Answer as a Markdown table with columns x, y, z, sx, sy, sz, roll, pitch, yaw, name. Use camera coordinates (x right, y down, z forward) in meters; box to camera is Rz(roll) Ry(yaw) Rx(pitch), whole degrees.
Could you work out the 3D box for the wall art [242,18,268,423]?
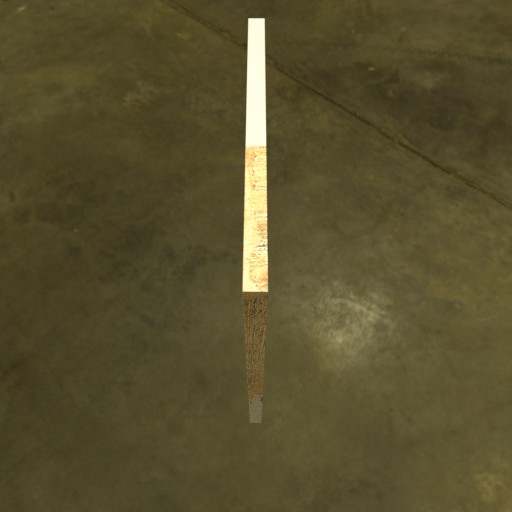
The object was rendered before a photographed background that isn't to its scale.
| x | y | z | sx | sy | sz | roll | pitch | yaw | name |
| --- | --- | --- | --- | --- | --- | --- | --- | --- | --- |
| 0.000 | 0.000 | 0.805 | 0.026 | 0.613 | 0.458 | 0 | 58 | 0 | wall art |
